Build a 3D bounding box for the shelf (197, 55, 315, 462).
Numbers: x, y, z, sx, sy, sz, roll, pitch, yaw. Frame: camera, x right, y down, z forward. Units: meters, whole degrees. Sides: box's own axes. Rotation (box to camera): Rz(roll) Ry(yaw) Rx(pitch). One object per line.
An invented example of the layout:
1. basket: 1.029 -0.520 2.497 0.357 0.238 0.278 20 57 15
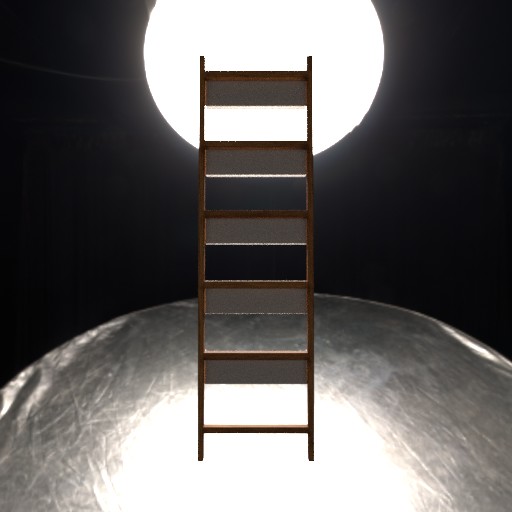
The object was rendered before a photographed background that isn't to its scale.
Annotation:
1. shelf: 0.000 0.000 1.810 0.454 1.600 0.141 0 -2 0
